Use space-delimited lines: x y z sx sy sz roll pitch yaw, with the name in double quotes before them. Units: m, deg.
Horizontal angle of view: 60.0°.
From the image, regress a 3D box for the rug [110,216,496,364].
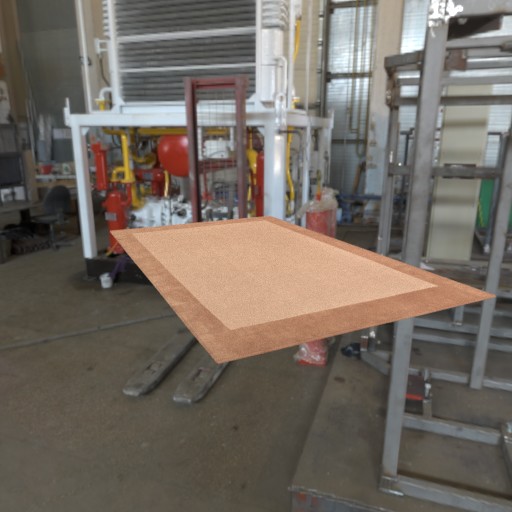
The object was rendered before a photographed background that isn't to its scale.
"rug" 0.000 0.000 2.986 1.524 0.014 2.438 -8 18 -25
